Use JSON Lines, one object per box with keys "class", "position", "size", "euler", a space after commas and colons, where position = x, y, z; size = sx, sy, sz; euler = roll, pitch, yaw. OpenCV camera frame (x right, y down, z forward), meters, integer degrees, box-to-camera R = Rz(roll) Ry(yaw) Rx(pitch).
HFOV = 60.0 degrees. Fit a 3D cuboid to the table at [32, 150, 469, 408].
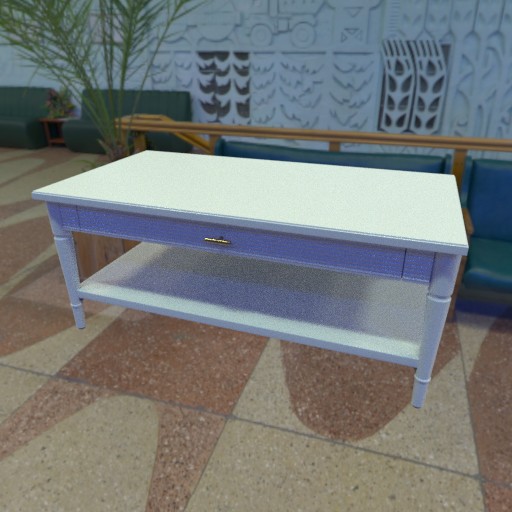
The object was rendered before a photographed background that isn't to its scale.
{"class": "table", "position": [0.000, 0.000, 1.347], "size": [1.067, 0.457, 0.559], "euler": [9, 26, 18]}
